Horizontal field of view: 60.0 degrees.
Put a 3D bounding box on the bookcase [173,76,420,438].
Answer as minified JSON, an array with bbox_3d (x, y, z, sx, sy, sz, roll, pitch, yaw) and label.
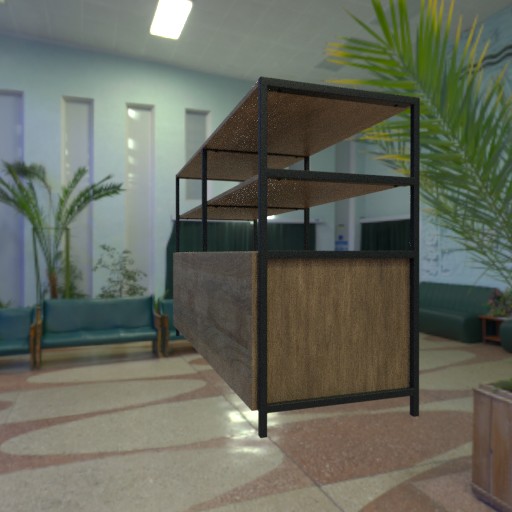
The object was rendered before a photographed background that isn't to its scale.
[{"bbox_3d":[0.000,0.000,1.473,0.391,0.712,1.149,0,0,-18],"label":"bookcase"}]
